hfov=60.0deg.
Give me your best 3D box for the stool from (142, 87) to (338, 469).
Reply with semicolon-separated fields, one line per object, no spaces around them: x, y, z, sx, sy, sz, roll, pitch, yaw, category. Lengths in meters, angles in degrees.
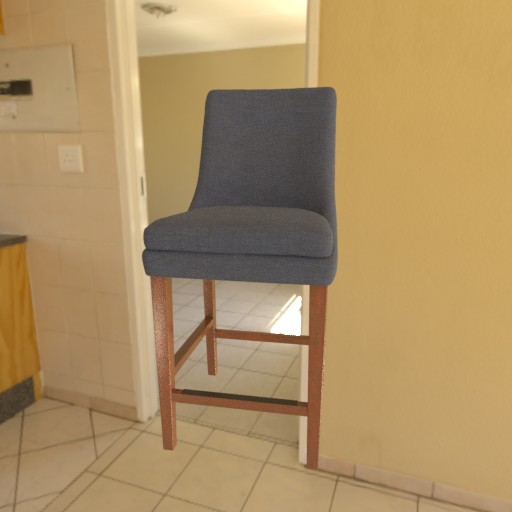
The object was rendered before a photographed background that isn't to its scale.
0.000;0.000;1.296;0.470;0.981;0.577;3;14;10;stool
